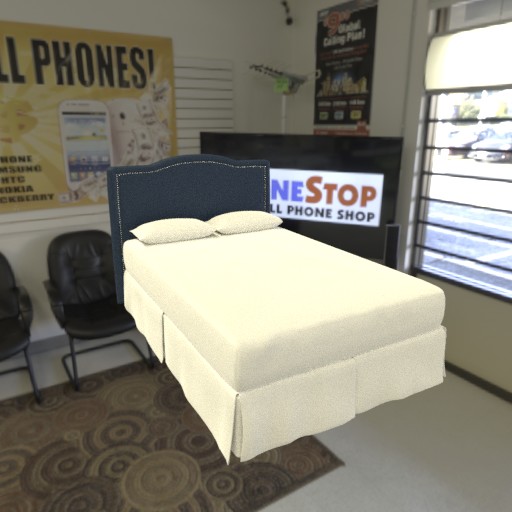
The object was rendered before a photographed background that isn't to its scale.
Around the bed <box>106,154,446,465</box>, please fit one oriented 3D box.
[{"bbox_3d":[0.000,0.000,3.534,1.741,1.441,2.507,-9,19,-28],"label":"bed"}]
